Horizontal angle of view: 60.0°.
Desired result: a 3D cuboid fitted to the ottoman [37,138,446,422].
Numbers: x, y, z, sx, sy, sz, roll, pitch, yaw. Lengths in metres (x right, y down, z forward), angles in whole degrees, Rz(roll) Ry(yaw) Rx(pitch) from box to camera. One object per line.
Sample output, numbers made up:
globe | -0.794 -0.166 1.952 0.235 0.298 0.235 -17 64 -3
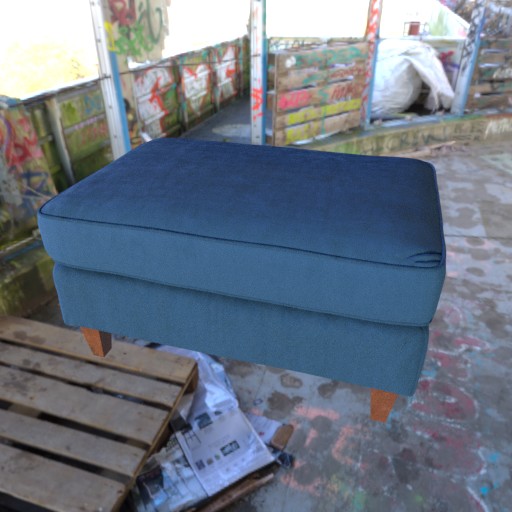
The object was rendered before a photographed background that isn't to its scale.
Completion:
ottoman | 0.000 0.000 1.182 0.862 0.484 0.583 9 32 14
